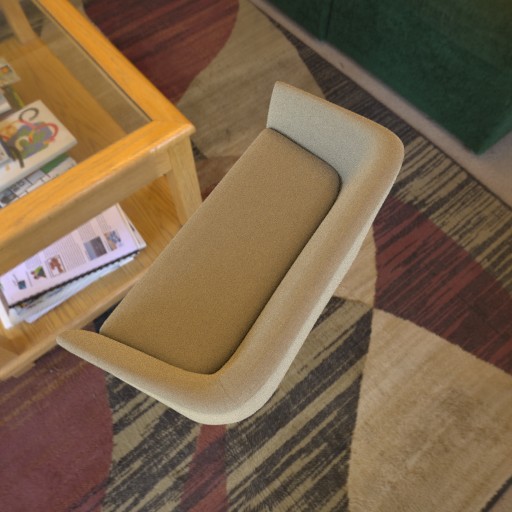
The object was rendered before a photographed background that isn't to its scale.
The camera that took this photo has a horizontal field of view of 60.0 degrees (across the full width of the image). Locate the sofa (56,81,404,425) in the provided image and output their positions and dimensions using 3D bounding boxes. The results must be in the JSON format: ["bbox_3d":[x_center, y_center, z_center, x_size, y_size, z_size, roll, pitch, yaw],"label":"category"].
[{"bbox_3d":[0.000,0.000,1.875,0.705,0.721,1.452,30,67,14],"label":"sofa"}]
